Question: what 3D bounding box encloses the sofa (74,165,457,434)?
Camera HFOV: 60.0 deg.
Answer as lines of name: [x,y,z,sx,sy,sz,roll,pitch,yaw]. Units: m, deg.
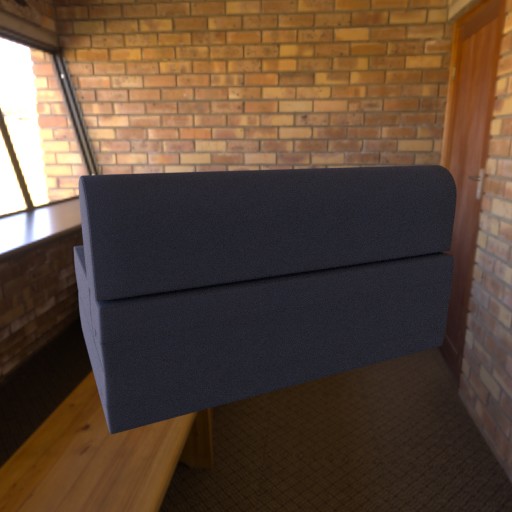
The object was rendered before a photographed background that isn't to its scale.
sofa: [0.000,0.000,1.643,1.219,0.660,0.762,-7,16,-25]
